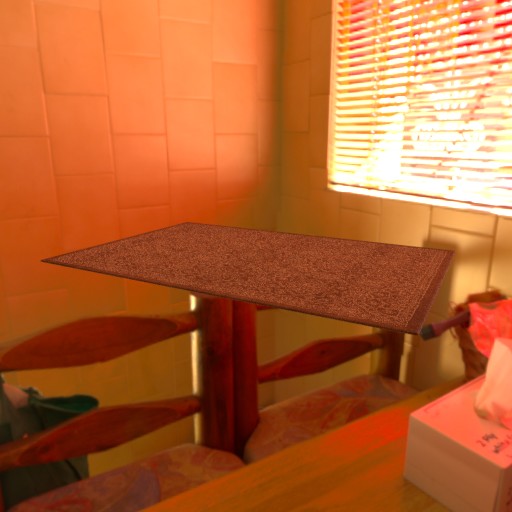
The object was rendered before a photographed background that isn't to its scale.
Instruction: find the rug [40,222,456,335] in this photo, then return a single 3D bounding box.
[{"bbox_3d":[0.000,0.000,2.334,1.829,0.010,1.219,8,17,28],"label":"rug"}]
